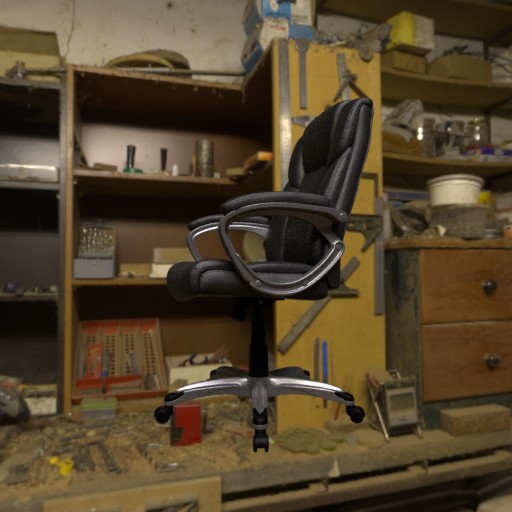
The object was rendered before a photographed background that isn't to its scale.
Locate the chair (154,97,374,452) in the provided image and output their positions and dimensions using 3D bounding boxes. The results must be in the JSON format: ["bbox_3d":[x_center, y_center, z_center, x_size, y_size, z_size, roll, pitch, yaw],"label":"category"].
[{"bbox_3d":[0.000,0.000,1.614,0.719,1.130,0.721,0,-2,-17],"label":"chair"}]
